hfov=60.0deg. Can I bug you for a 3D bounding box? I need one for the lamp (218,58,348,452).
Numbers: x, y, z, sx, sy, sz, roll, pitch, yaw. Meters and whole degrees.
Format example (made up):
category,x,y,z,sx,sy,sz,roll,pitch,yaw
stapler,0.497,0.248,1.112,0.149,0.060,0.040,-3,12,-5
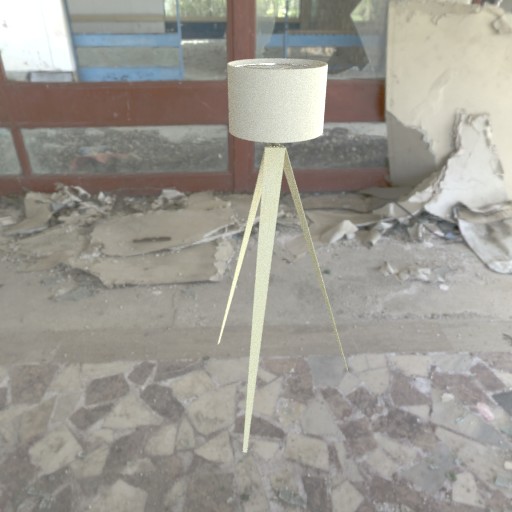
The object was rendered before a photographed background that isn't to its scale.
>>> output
category,x,y,z,sx,sy,sz,roll,pitch,yaw
lamp,0.000,0.000,1.906,0.716,1.524,0.724,18,34,28
